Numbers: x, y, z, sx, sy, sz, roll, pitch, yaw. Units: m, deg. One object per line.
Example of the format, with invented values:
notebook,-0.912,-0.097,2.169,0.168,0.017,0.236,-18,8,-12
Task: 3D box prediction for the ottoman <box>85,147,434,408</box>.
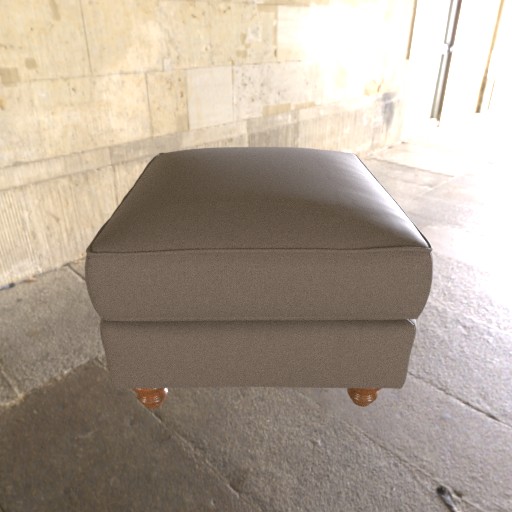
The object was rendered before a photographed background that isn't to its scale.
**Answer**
ottoman,0.000,0.000,1.167,0.662,0.505,0.721,0,27,-1
